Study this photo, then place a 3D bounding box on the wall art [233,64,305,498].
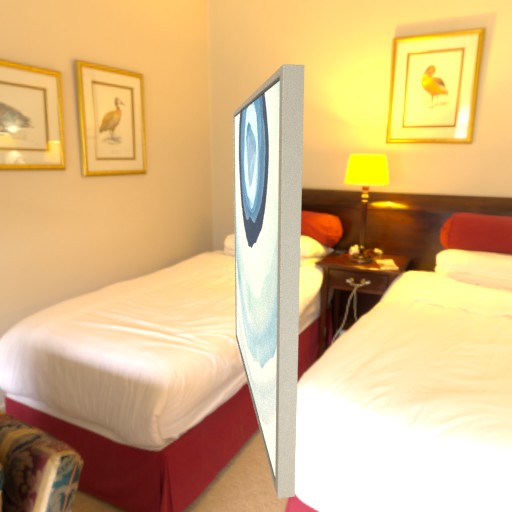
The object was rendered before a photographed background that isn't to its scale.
[{"bbox_3d":[0.000,0.000,1.185,0.038,0.807,0.809,-2,13,-8],"label":"wall art"}]
